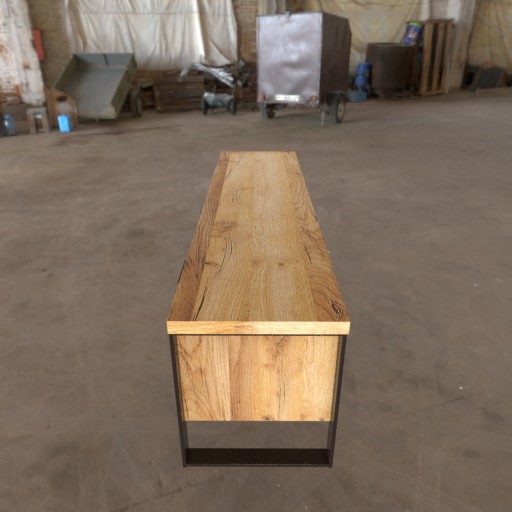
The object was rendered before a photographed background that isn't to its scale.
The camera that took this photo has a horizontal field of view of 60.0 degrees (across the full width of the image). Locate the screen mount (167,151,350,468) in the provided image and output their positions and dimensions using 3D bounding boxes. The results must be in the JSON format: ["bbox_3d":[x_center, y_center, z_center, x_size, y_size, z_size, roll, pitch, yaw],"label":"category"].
[{"bbox_3d":[0.000,0.000,1.696,0.395,0.450,1.524,0,26,0],"label":"screen mount"}]
